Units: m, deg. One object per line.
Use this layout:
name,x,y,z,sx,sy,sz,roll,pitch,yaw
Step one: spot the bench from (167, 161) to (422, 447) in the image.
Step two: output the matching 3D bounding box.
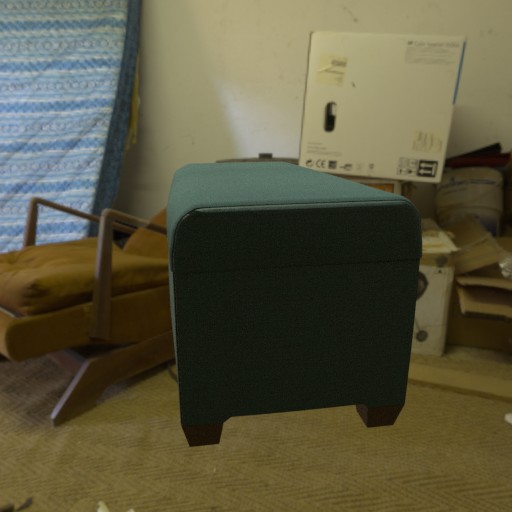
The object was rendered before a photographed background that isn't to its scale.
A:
bench,0.000,0.000,1.249,0.476,0.474,0.995,-3,16,-9
